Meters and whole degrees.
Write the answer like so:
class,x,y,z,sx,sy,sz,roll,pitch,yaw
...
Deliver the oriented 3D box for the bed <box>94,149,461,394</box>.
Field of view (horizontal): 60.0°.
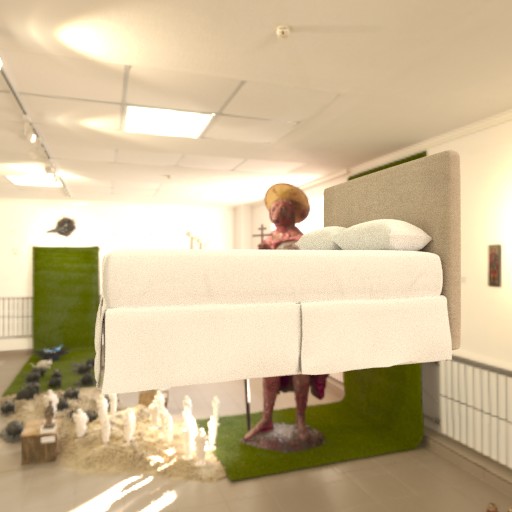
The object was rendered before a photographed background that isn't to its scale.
class,x,y,z,sx,sy,sz,roll,pitch,yaw
bed,0.000,0.000,3.154,2.162,1.330,1.713,0,0,-19
